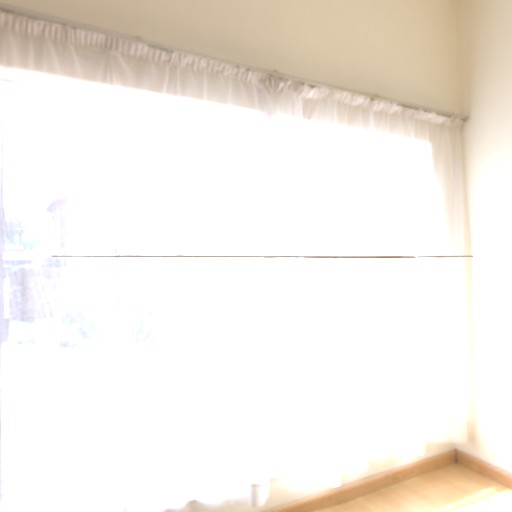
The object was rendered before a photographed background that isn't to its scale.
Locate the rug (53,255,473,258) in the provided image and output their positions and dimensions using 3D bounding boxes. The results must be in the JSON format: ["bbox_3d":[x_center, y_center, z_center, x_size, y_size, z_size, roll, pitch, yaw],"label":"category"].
[{"bbox_3d":[0.000,0.000,3.013,2.440,0.012,1.522,0,0,36],"label":"rug"}]
